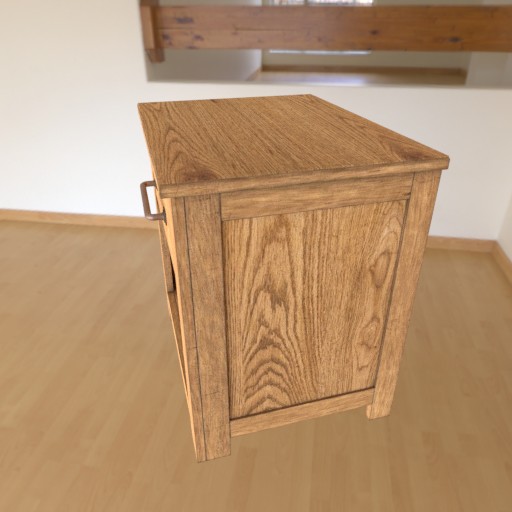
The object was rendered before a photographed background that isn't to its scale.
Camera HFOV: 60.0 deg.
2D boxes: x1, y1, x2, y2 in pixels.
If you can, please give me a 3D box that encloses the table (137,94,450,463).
[{"bbox_3d":[0.000,0.000,1.068,0.494,0.625,0.601,-8,31,-14],"label":"table"}]
